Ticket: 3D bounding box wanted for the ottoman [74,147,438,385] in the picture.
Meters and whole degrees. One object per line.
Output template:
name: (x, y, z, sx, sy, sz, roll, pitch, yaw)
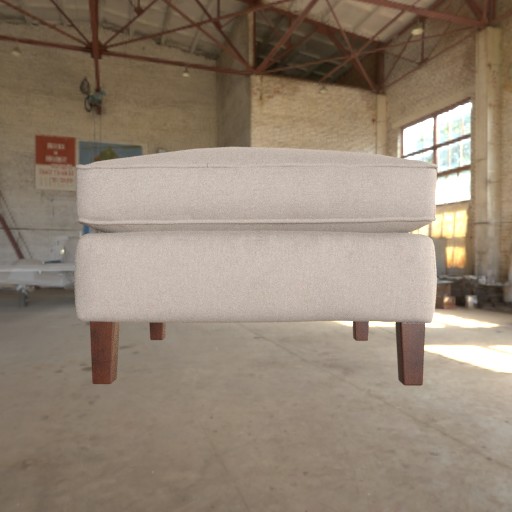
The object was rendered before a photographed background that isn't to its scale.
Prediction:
ottoman: (0.000, 0.000, 1.005, 0.665, 0.456, 0.501, 0, 0, 1)
